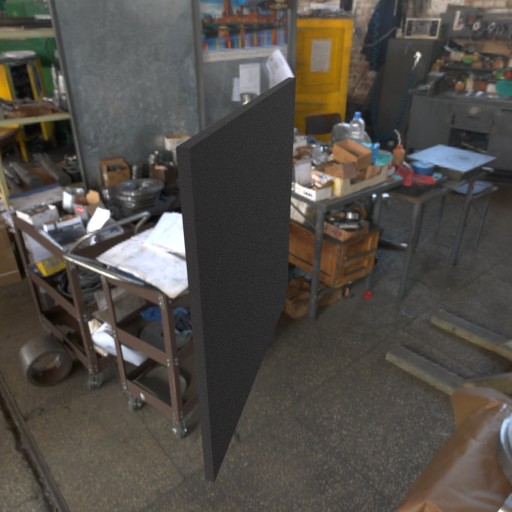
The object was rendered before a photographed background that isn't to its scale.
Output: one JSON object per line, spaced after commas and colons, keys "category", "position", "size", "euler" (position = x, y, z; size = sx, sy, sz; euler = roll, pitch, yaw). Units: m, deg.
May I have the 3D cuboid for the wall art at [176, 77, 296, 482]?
{"category": "wall art", "position": [0.000, 0.000, 0.682], "size": [0.013, 0.458, 0.456], "euler": [8, 30, 14]}
